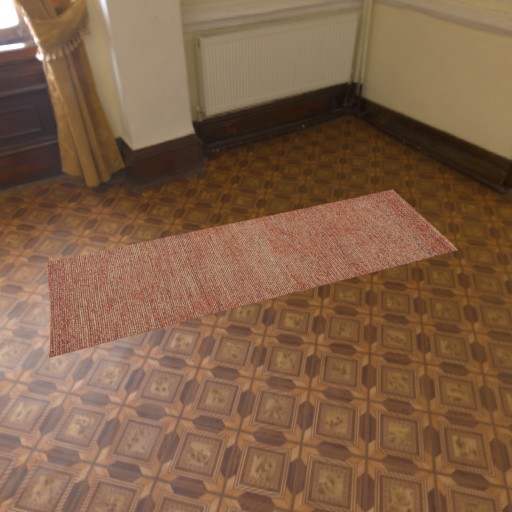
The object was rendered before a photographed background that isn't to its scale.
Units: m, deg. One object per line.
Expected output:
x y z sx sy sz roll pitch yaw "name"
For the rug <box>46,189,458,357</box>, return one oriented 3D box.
0.000 0.000 2.633 2.353 0.013 0.718 -13 43 -15 "rug"
